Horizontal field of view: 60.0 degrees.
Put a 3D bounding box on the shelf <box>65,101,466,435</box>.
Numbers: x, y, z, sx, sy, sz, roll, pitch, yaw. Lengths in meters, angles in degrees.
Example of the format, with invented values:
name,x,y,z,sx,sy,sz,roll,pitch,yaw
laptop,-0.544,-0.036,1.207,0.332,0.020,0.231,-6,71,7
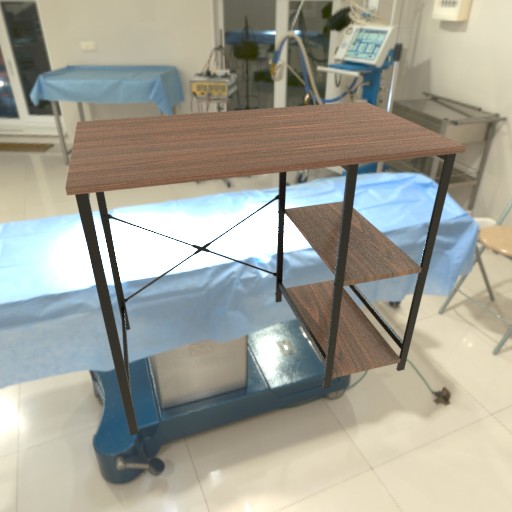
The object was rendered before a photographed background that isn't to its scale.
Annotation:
name,x,y,z,sx,sy,sz,roll,pitch,yaw
shelf,0.000,0.000,1.348,0.902,0.750,0.498,-9,32,-14
